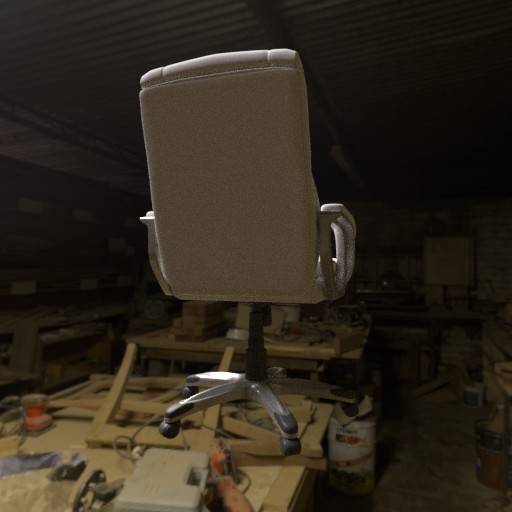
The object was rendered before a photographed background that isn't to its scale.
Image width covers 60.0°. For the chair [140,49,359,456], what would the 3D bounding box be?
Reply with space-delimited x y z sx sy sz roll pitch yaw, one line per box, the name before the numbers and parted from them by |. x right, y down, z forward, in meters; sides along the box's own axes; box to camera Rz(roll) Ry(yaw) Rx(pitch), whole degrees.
chair | 0.000 0.000 1.558 0.687 1.120 0.738 0 -1 19
